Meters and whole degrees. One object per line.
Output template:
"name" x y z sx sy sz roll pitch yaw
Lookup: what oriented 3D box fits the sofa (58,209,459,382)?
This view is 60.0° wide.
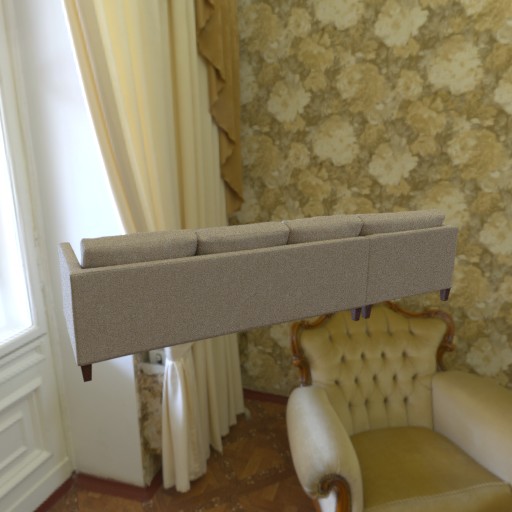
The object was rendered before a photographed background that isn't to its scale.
"sofa" 0.000 0.000 3.918 3.186 0.846 1.625 -7 16 -26
